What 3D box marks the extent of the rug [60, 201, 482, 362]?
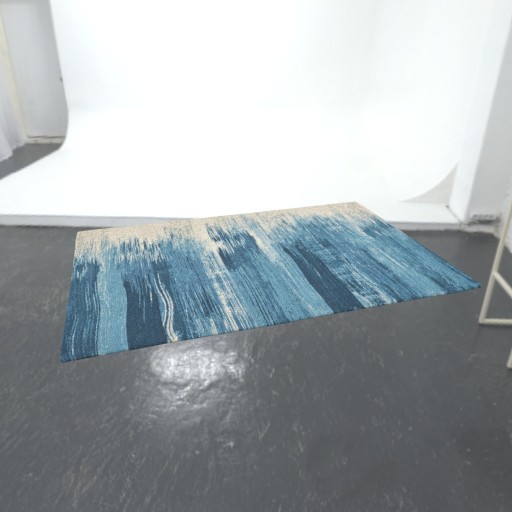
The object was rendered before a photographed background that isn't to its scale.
[{"bbox_3d":[0.000,0.000,2.333,1.836,0.009,1.232,-8,27,-15],"label":"rug"}]
